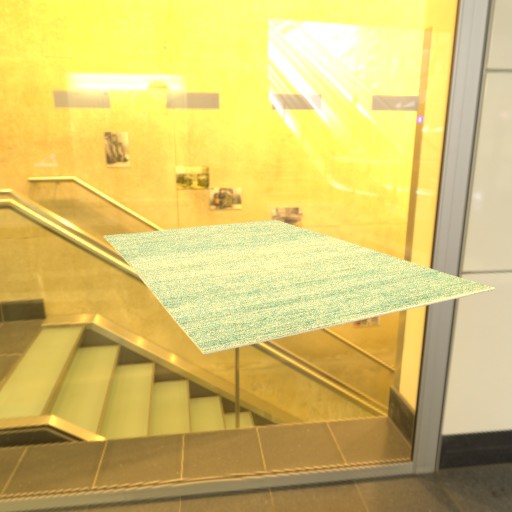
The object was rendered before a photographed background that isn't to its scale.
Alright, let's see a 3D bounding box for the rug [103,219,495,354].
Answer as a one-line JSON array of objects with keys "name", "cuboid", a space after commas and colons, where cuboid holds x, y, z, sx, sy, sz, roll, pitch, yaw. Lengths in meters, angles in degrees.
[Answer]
[{"name": "rug", "cuboid": [0.000, 0.000, 2.917, 1.593, 0.029, 2.305, -7, 16, -26]}]
